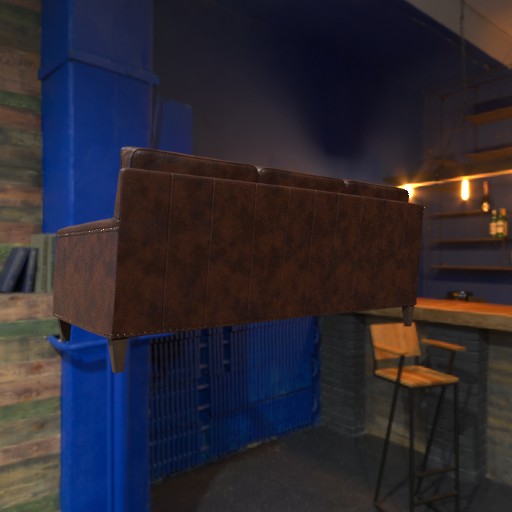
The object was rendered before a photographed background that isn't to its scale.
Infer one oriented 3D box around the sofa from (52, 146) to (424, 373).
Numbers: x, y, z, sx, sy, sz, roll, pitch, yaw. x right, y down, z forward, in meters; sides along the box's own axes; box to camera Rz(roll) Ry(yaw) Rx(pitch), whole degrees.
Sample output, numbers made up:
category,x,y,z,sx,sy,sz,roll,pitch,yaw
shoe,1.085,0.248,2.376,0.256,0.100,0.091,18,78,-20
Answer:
category,x,y,z,sx,sy,sz,roll,pitch,yaw
sofa,0.000,0.000,2.868,2.240,1.003,1.084,0,0,-37
